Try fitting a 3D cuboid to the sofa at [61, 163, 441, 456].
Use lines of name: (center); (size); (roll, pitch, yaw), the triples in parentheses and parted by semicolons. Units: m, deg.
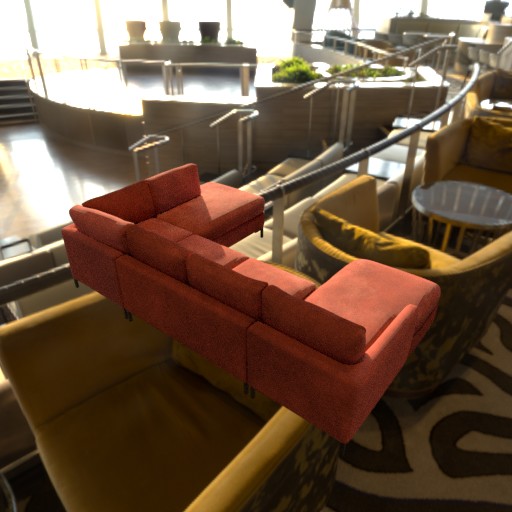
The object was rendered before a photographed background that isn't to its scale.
sofa: (0.000, 0.000, 3.890); (2.971, 0.858, 1.981); (22, 37, 32)
